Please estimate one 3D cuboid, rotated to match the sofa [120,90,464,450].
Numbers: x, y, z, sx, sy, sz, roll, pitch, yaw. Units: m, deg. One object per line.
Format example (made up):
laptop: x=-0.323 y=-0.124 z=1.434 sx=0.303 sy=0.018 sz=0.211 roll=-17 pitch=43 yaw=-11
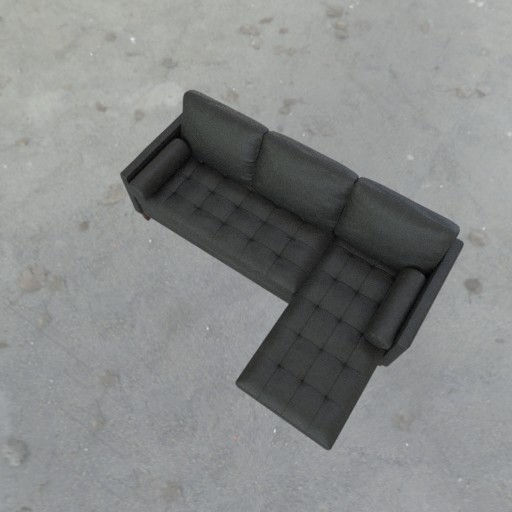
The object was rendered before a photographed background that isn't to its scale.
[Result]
sofa: x=0.000 y=0.000 z=2.931 sx=2.178 sy=0.876 sz=1.497 roll=31 pitch=67 yaw=15
